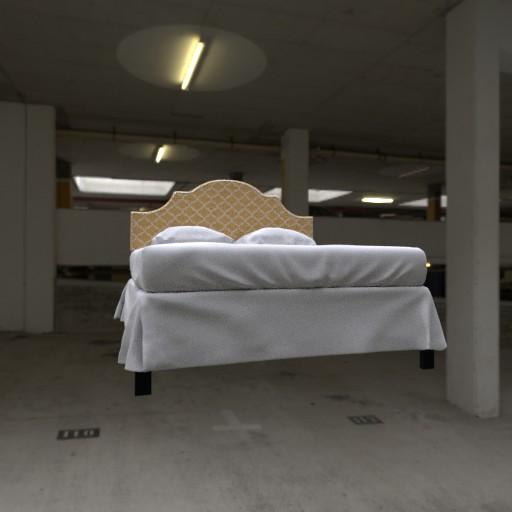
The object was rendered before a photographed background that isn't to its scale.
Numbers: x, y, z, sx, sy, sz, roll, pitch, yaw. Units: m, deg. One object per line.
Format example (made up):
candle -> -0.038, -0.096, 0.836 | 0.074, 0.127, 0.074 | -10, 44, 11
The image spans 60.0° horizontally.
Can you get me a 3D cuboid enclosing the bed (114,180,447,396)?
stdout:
bed -> 0.000, 0.000, 3.781 | 2.314, 1.601, 2.222 | 0, 0, -18
